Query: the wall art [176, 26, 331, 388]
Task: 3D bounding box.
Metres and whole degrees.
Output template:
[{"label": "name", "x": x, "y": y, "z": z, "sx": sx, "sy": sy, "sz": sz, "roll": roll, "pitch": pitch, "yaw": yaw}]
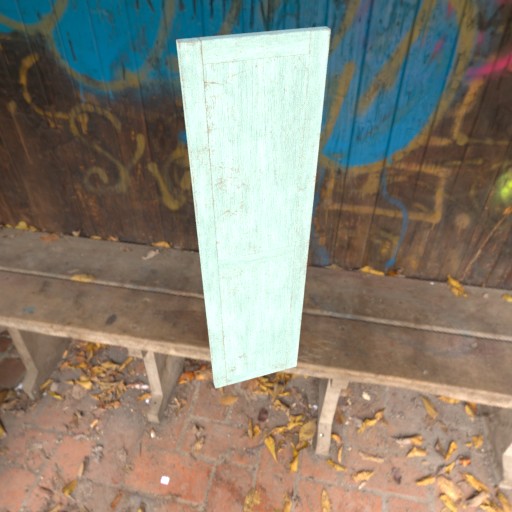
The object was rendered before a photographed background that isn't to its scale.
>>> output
[{"label": "wall art", "x": 0.000, "y": 0.000, "z": 1.318, "sx": 0.329, "sy": 1.219, "sz": 0.025, "roll": -12, "pitch": 42, "yaw": -13}]
